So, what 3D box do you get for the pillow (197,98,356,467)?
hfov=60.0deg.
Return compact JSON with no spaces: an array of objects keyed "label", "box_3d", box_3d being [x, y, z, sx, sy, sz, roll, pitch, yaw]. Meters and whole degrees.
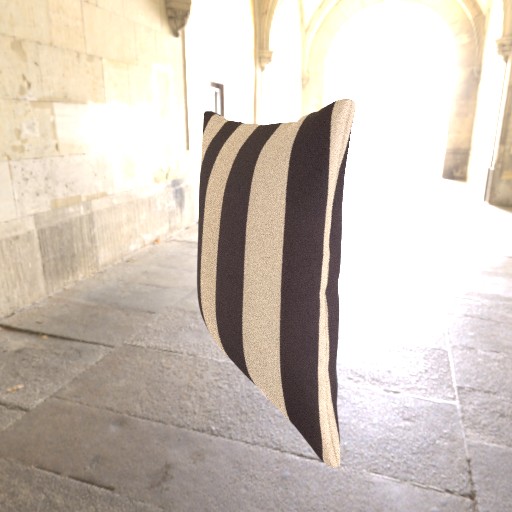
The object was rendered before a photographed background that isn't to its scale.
[{"label":"pillow","box_3d":[0.000,0.000,0.816,0.189,0.526,0.536,-8,18,-25]}]
